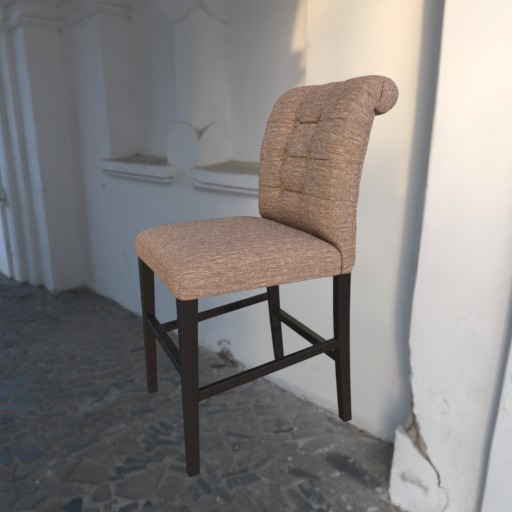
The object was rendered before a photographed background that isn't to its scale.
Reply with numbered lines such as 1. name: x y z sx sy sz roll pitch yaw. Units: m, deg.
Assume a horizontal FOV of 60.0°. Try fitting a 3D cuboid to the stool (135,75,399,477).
1. stool: 0.000 0.000 1.290 0.611 0.970 0.457 -8 17 -26
